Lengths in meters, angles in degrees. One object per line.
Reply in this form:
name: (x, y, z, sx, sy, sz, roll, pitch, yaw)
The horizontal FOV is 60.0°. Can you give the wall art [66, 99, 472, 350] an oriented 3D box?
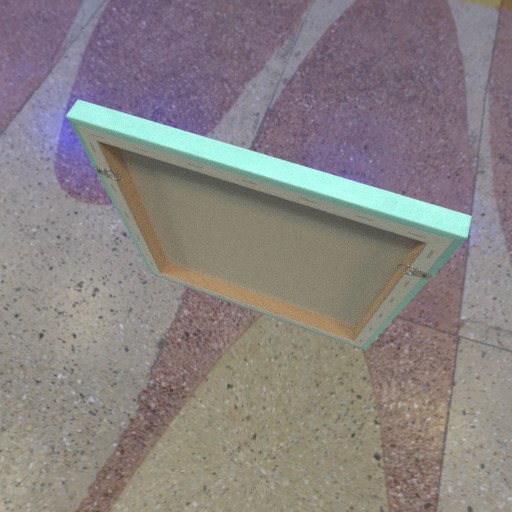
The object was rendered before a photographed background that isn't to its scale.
wall art: (0.000, 0.000, 1.144, 0.765, 0.766, 0.054, 18, 66, 9)
